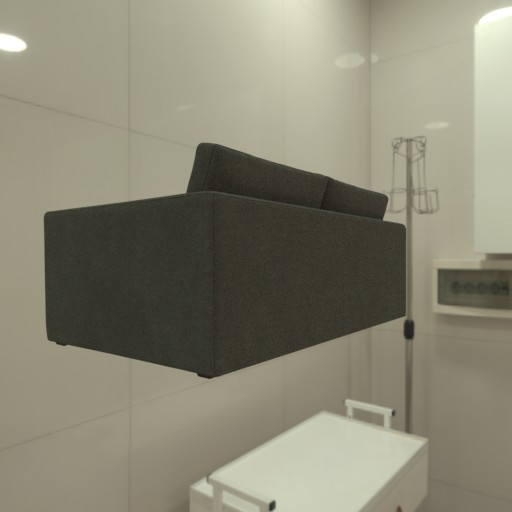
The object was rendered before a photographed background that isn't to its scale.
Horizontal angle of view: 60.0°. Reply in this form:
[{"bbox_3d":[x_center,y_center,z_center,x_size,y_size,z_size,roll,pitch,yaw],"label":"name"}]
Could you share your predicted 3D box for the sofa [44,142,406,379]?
[{"bbox_3d":[0.000,0.000,2.520,1.091,0.845,1.909,0,0,37],"label":"sofa"}]
